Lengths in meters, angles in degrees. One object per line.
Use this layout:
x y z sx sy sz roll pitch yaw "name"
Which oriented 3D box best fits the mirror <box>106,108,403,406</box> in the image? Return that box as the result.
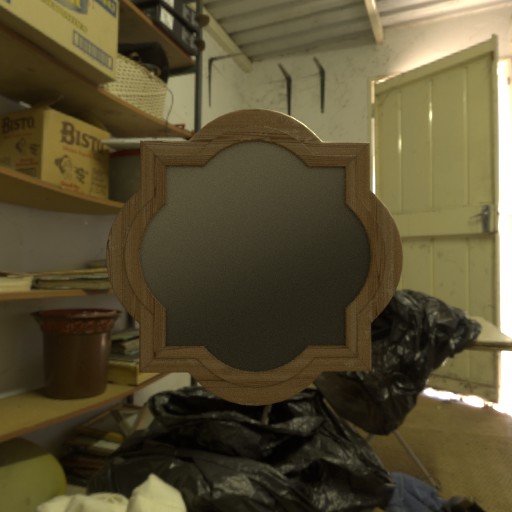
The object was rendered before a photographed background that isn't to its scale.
0.000 0.000 1.048 0.686 0.686 0.019 0 -1 -2 "mirror"
